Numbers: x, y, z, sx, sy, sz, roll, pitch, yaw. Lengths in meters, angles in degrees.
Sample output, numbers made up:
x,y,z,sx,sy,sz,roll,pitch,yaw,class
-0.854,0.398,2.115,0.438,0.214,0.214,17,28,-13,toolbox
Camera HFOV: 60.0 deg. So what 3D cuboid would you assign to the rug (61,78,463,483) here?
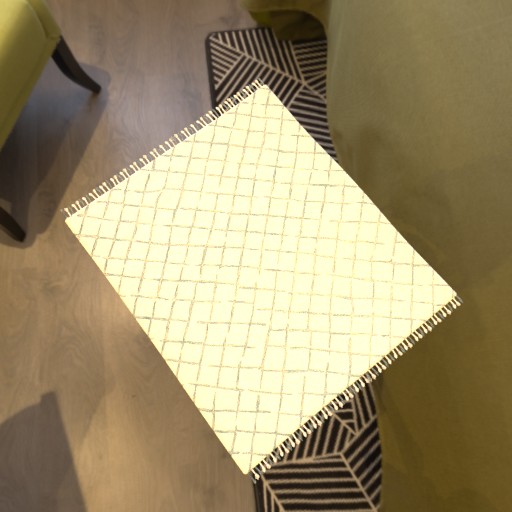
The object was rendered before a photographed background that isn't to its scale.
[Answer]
x,y,z,sx,sy,sz,roll,pitch,yaw,class
0.000,0.000,4.889,2.892,0.036,3.585,-37,78,-9,rug
